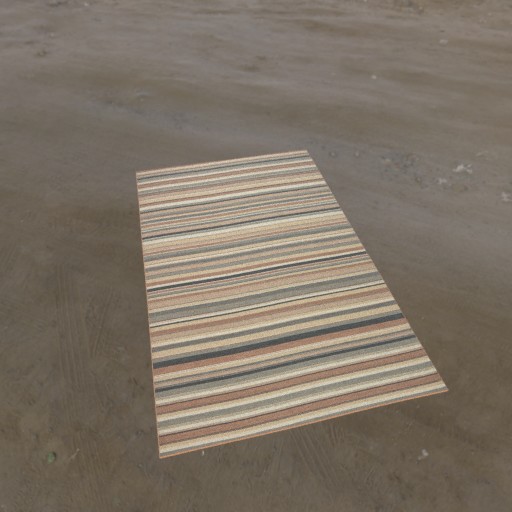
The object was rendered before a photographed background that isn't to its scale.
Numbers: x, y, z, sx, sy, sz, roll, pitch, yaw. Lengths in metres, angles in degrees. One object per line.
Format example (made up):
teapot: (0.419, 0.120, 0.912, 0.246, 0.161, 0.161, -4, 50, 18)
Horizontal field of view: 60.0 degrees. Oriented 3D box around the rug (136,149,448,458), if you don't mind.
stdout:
rug: (0.000, 0.000, 3.068, 1.523, 0.014, 2.438, -10, 46, -9)
